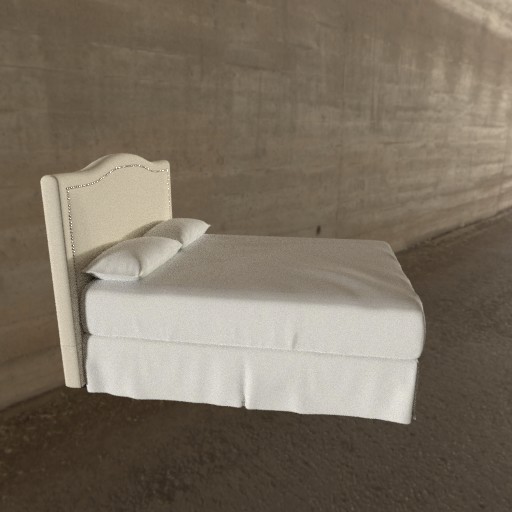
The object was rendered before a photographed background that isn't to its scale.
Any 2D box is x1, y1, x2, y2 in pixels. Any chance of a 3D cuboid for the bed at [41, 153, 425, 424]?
[{"bbox_3d":[0.000,0.000,3.252,2.143,1.460,1.753,3,15,9],"label":"bed"}]
